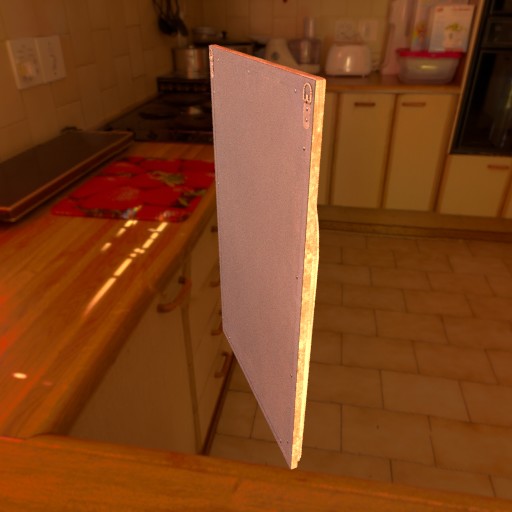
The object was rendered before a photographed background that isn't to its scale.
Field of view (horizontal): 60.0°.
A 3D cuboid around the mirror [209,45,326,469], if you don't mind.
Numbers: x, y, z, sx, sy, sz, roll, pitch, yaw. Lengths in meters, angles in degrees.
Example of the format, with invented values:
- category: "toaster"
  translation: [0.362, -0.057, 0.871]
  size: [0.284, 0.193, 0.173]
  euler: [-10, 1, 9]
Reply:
- category: "mirror"
  translation: [0.000, 0.000, 0.957]
  size: [0.058, 0.787, 0.495]
  euler: [-11, 32, -18]
